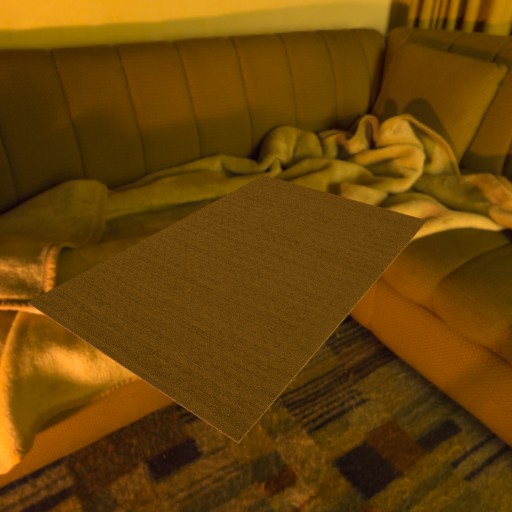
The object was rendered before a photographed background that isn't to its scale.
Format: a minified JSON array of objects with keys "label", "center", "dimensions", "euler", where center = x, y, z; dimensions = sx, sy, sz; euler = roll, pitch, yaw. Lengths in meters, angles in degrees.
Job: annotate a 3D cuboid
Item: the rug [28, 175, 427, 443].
[{"label":"rug","center":[0.000,0.000,2.211],"dimensions":[1.142,0.006,1.752],"euler":[21,38,30]}]
